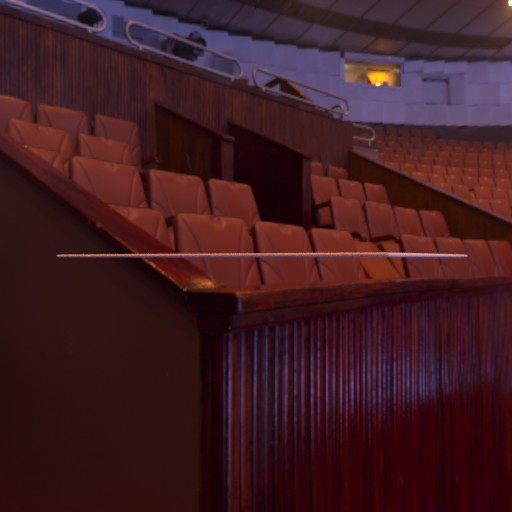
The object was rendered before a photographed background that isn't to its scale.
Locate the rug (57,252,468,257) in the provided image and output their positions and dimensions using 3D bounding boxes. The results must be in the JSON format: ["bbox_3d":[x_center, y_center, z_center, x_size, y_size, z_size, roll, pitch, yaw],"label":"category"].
[{"bbox_3d":[0.000,0.000,2.131,1.678,0.013,1.078,0,0,36],"label":"rug"}]
